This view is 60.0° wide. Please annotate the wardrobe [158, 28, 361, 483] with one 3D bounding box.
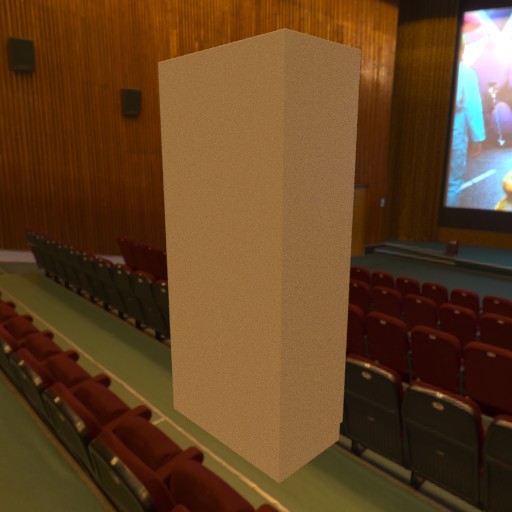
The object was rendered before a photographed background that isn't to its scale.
[{"bbox_3d":[0.000,0.000,2.038,0.470,1.700,0.760,-12,18,-43],"label":"wardrobe"}]
